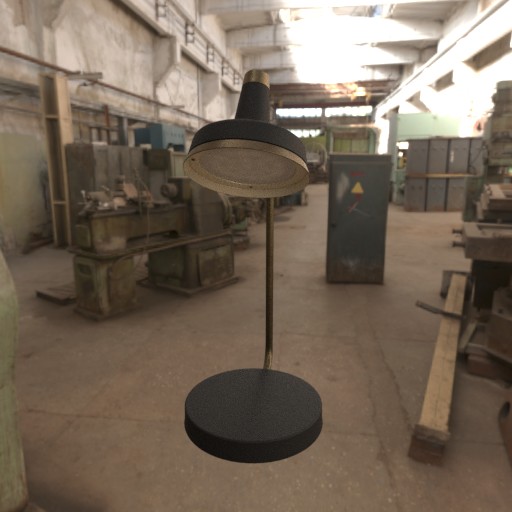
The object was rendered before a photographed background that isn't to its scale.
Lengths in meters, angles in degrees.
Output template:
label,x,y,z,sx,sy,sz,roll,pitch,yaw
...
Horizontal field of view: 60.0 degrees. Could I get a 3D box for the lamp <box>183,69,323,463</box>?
label,x,y,z,sx,sy,sz,roll,pitch,yaw
lamp,0.000,0.000,0.497,0.162,0.385,0.218,2,13,10
